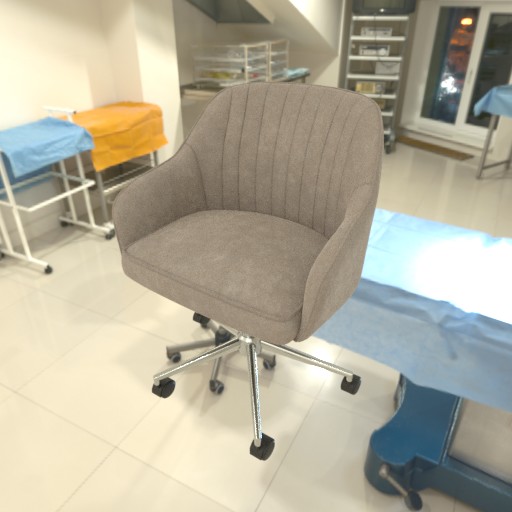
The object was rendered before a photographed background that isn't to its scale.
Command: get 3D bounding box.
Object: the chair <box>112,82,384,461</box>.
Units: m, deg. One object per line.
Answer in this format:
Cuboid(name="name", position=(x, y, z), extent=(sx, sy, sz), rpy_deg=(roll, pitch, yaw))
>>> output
Cuboid(name="chair", position=(0.000, 0.000, 1.233), extent=(0.635, 0.831, 0.573), rpy_deg=(19, 35, 30))
